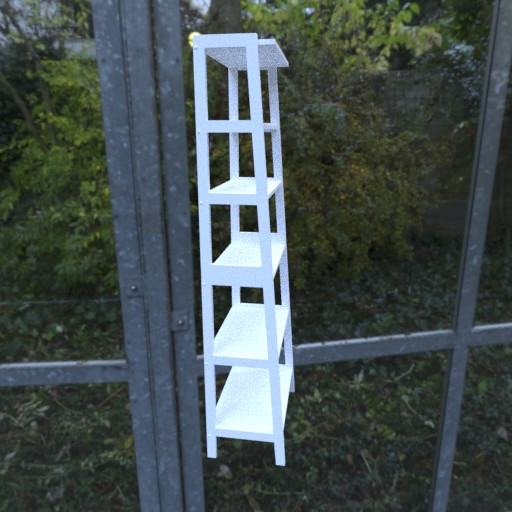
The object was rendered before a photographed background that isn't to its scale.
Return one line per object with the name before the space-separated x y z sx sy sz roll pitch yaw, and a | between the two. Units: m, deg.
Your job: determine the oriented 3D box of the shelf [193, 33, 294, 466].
shelf | 0.000 0.000 2.207 0.381 1.892 0.660 2 16 9
